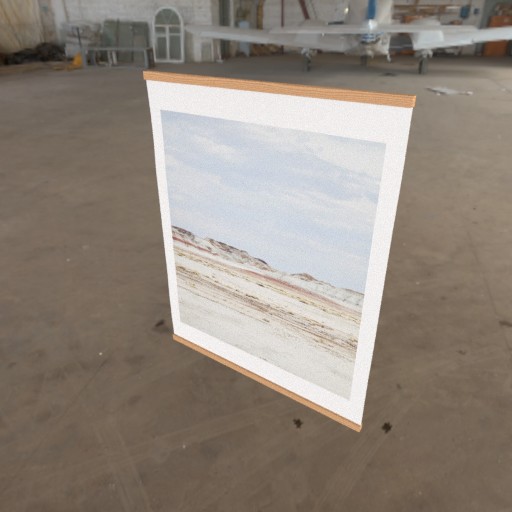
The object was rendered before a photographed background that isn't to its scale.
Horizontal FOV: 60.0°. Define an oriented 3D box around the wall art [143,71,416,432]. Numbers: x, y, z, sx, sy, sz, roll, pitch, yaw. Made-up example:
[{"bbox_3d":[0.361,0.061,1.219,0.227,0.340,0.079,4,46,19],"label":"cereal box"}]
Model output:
[{"bbox_3d":[0.000,0.000,0.686,0.404,0.507,0.010,18,34,30],"label":"wall art"}]
